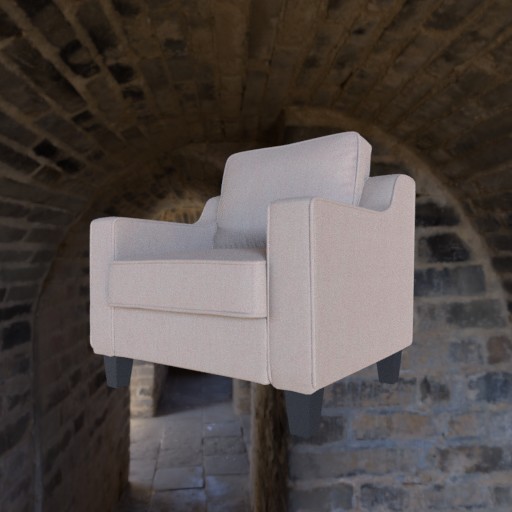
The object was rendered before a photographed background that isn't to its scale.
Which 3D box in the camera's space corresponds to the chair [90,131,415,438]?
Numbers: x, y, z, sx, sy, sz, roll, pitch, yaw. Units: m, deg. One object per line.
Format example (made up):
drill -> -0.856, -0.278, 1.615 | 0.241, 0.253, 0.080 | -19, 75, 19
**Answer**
chair -> 0.000, 0.000, 1.657 | 0.922, 0.948, 0.882 | -1, -2, 36
